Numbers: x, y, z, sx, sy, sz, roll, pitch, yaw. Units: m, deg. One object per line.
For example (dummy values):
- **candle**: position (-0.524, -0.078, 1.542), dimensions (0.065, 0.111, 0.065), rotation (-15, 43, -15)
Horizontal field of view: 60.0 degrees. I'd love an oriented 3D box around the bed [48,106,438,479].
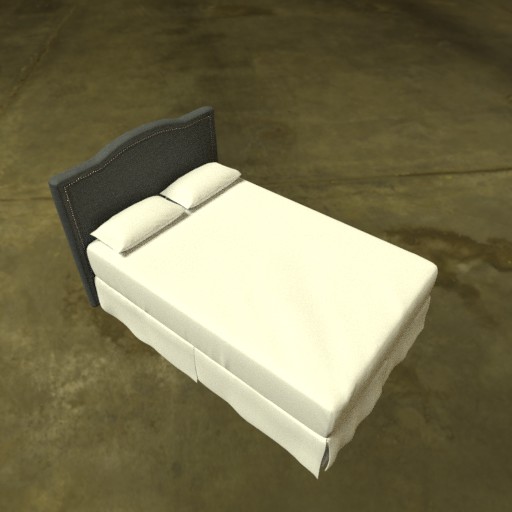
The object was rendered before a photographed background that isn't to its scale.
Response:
- **bed**: position (0.000, 0.000, 3.509), dimensions (2.507, 1.441, 1.747), rotation (28, 49, 28)
